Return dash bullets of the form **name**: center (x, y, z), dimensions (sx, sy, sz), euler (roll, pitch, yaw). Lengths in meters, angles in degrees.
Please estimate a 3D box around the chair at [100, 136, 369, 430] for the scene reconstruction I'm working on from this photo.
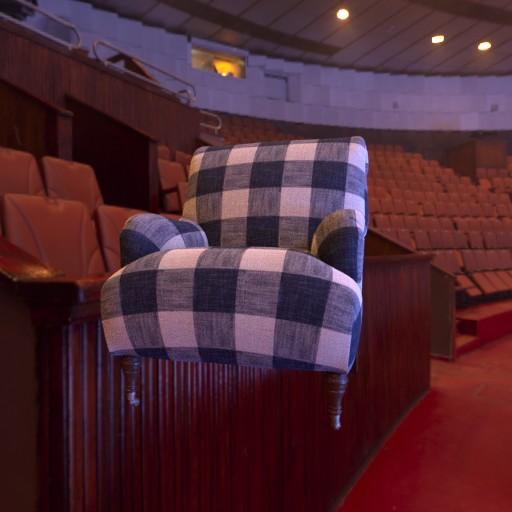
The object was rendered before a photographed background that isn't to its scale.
- **chair**: center (0.000, 0.000, 1.595), dimensions (0.781, 0.953, 0.848), euler (0, 2, 17)
